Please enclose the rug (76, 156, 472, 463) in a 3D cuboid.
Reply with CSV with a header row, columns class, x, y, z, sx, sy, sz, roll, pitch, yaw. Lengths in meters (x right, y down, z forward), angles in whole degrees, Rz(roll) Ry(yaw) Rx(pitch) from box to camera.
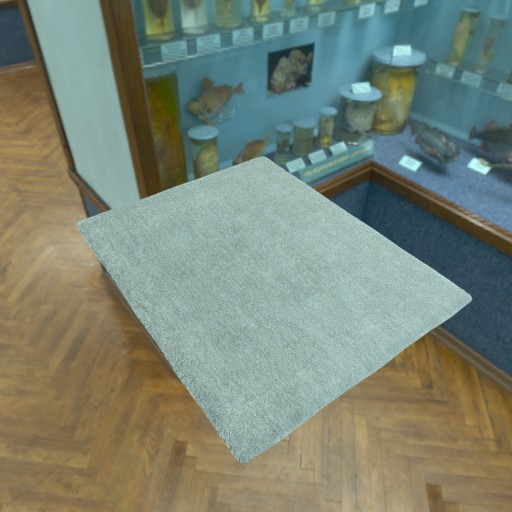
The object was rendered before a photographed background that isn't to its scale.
class,x,y,z,sx,sy,sz,roll,pitch,yaw
rug,0.000,0.000,3.991,2.332,0.027,2.933,-26,47,-26
